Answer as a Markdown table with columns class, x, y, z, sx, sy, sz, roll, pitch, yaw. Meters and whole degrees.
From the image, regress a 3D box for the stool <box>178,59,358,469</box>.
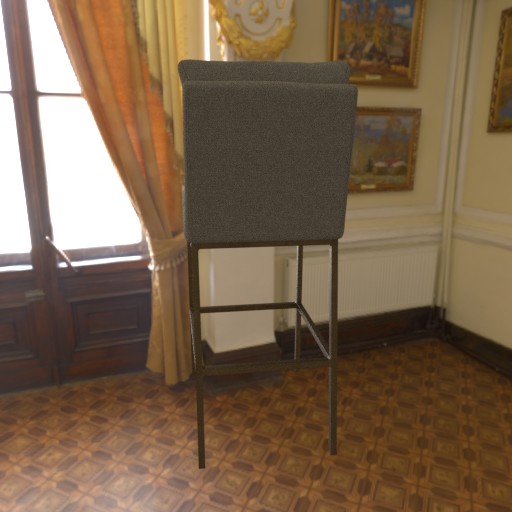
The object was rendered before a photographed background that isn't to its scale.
| class | x | y | z | sx | sy | sz | roll | pitch | yaw |
| --- | --- | --- | --- | --- | --- | --- | --- | --- | --- |
| stool | 0.000 | 0.000 | 1.440 | 0.463 | 1.132 | 0.569 | -2 | 14 | -8 |
